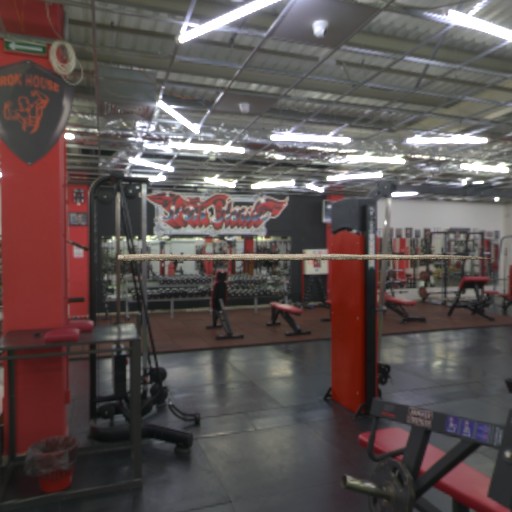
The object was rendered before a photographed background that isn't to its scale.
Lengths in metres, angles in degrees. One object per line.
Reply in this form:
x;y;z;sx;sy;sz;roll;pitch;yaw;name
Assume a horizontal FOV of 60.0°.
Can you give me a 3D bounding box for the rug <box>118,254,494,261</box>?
0.000;0.000;4.066;2.426;0.034;3.061;0;1;-17;rug
